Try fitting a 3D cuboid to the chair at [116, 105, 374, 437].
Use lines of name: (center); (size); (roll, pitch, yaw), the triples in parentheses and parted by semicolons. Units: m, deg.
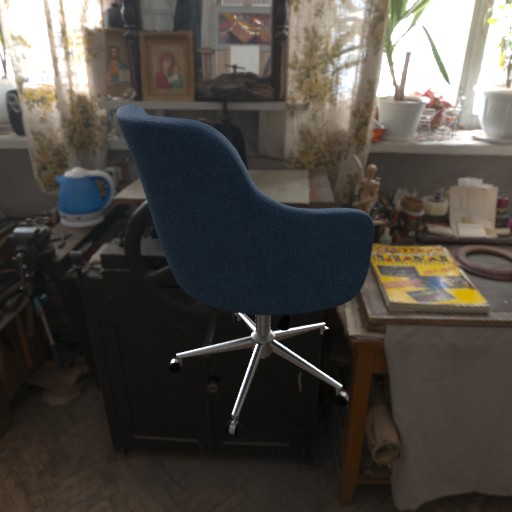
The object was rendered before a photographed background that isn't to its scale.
chair: (0.000, 0.000, 1.241); (0.655, 0.820, 0.599); (-18, 31, -33)
